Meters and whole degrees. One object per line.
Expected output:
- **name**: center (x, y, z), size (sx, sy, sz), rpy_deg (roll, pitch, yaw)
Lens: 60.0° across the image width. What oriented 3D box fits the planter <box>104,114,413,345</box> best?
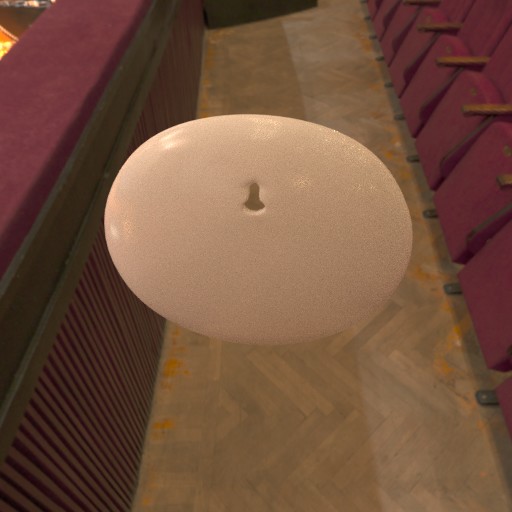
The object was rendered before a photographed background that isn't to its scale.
- **planter**: center (0.000, 0.000, 0.274), size (0.185, 0.188, 0.043), rpy_deg (3, 46, 3)
